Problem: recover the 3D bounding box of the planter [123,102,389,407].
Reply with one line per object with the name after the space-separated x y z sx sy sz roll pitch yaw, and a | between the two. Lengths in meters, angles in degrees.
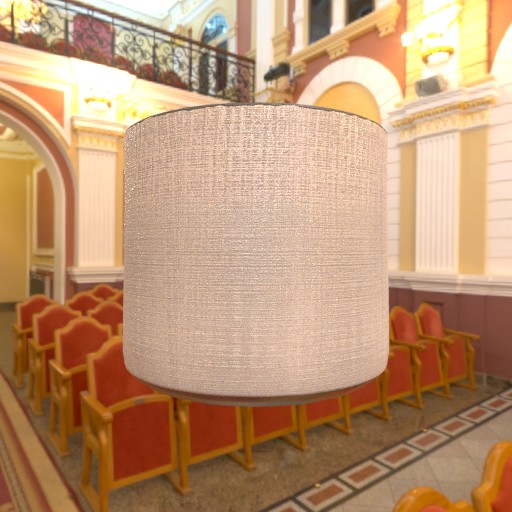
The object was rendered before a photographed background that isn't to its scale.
0.000 0.000 0.217 0.125 0.112 0.125 0 1 0 | planter
